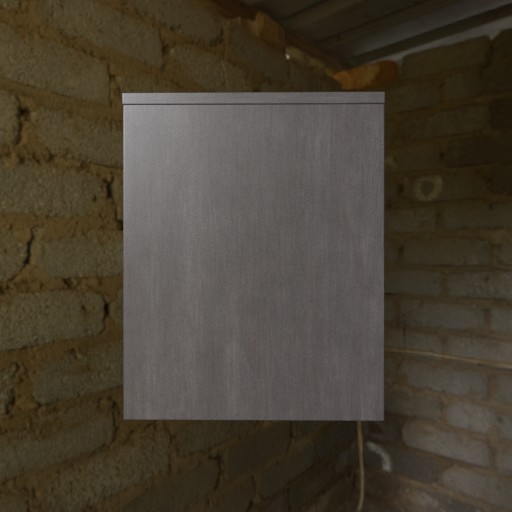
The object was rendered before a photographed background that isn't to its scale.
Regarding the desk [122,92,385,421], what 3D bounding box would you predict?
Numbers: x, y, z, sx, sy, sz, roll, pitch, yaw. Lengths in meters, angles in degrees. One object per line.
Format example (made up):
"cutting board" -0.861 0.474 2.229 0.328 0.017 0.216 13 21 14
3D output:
"desk" 0.000 0.000 1.561 0.600 0.750 1.100 0 0 1
